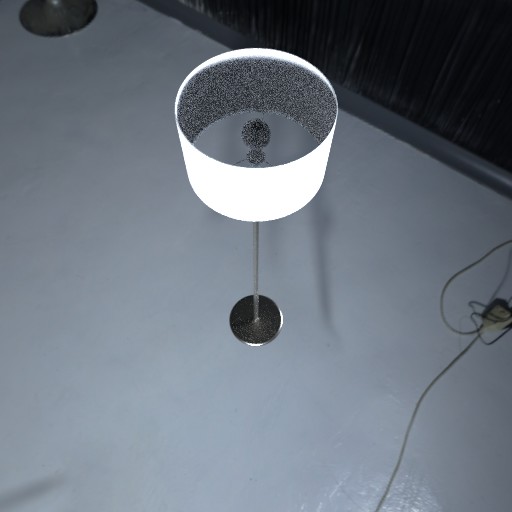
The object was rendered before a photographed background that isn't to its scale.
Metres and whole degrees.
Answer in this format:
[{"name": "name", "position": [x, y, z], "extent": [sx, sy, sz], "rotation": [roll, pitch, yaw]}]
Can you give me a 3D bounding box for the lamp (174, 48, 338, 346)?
[{"name": "lamp", "position": [0.000, 0.000, 1.589], "extent": [0.347, 1.443, 0.347], "rotation": [34, 68, 16]}]
